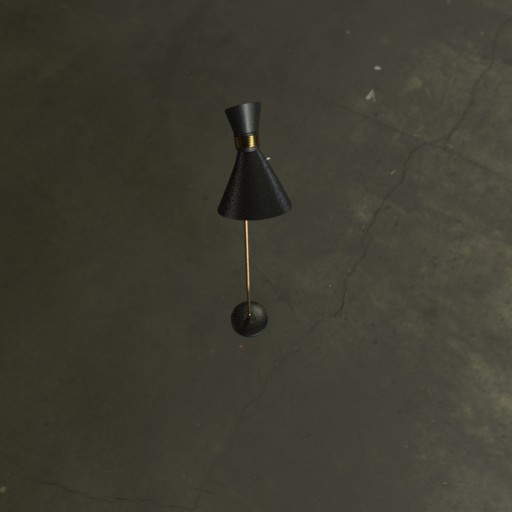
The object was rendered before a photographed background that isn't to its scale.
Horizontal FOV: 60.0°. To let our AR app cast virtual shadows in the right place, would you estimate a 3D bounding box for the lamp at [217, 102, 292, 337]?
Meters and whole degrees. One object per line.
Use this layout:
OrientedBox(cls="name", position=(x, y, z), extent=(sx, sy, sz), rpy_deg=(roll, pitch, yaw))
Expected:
OrientedBox(cls="lamp", position=(0.000, 0.000, 1.577), extent=(0.277, 1.438, 0.467), rpy_deg=(17, 62, 10))
